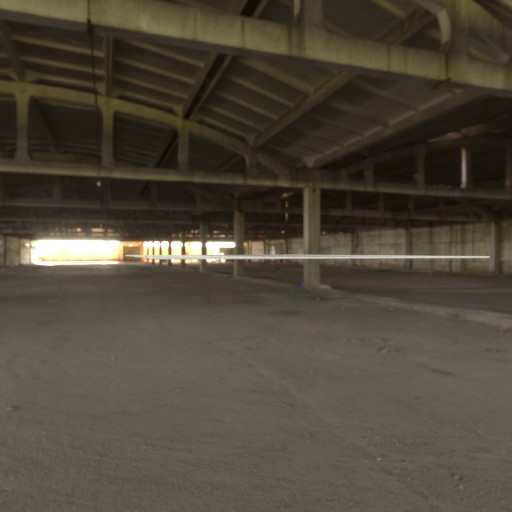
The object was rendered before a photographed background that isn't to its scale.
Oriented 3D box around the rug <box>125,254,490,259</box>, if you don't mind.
[{"bbox_3d":[0.000,0.000,2.310,1.226,0.007,1.815,0,0,-19],"label":"rug"}]
